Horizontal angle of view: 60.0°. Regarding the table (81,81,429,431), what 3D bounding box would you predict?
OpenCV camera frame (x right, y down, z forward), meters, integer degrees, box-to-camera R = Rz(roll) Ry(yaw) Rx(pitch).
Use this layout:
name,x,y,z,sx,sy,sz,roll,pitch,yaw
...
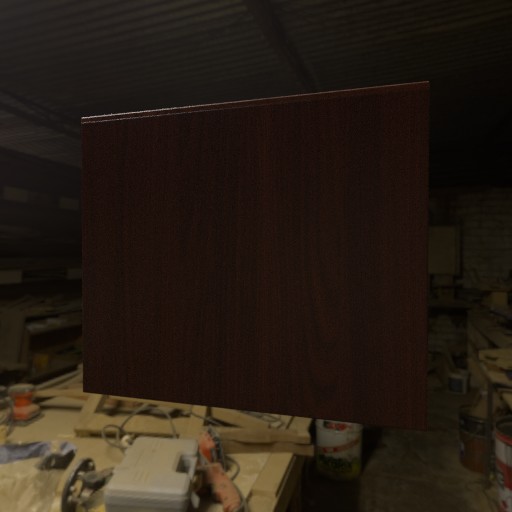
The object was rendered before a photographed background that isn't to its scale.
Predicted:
name,x,y,z,sx,sy,sz,roll,pitch,yaw
table,0.000,0.000,1.315,0.930,0.790,0.380,0,1,17
